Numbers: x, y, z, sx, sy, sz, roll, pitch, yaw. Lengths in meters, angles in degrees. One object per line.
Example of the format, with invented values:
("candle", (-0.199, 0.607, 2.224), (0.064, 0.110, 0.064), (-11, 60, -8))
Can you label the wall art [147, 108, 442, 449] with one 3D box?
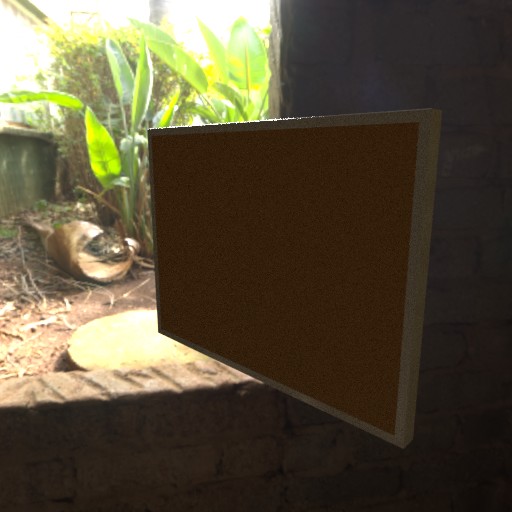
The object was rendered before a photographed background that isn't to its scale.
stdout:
("wall art", (0.000, 0.000, 1.357), (1.041, 0.787, 0.053), (12, 18, 42))
